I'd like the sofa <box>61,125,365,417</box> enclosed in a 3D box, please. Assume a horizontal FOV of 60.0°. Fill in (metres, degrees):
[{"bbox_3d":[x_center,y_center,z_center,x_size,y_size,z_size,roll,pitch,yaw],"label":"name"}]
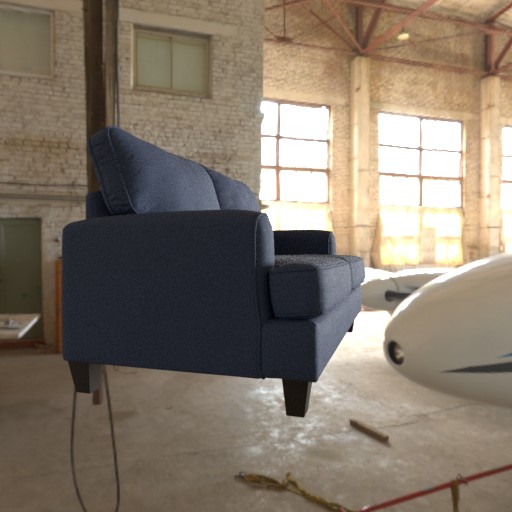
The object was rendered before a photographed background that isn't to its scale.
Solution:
[{"bbox_3d":[0.000,0.000,2.191,0.965,0.965,1.651,0,1,18],"label":"sofa"}]
